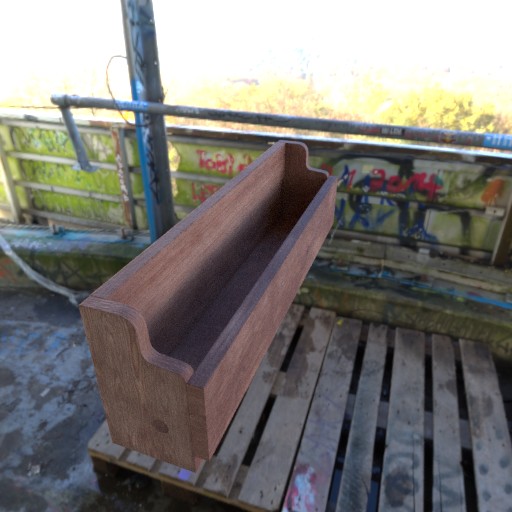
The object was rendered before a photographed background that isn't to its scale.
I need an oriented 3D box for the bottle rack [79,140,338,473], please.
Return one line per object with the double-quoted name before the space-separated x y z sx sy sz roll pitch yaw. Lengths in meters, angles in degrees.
"bottle rack" 0.000 0.000 0.690 0.126 0.196 0.608 11 32 18
